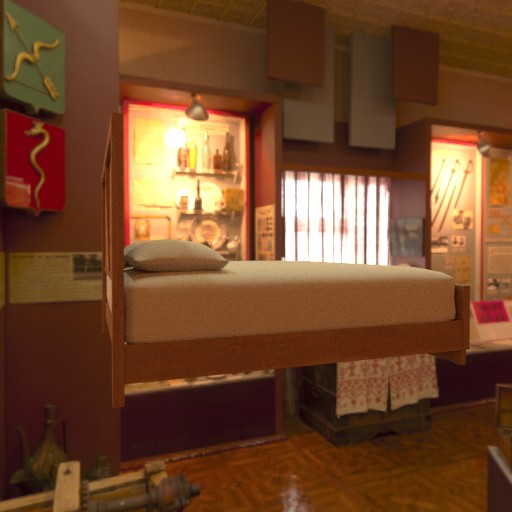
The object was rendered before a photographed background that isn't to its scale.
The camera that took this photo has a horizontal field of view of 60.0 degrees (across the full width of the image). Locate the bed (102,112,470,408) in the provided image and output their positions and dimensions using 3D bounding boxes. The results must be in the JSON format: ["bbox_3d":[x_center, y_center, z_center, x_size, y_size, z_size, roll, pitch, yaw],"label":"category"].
[{"bbox_3d":[0.000,0.000,3.396,2.184,1.387,2.003,0,1,-20],"label":"bed"}]
